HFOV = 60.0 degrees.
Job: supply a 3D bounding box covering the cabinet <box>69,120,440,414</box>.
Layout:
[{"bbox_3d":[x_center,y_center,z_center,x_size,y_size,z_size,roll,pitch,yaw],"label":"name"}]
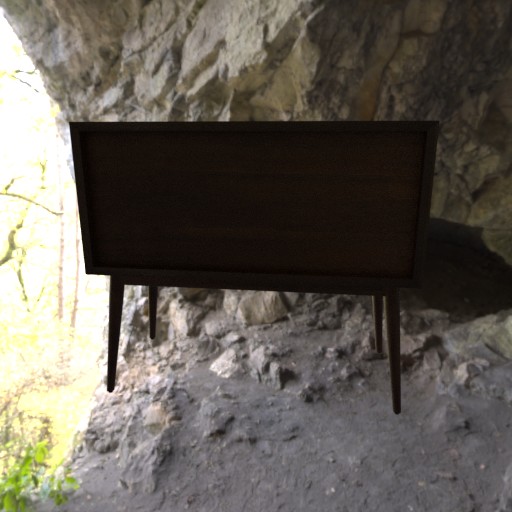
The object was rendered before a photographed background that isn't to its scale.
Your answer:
[{"bbox_3d":[0.000,0.000,1.138,0.743,0.654,0.354,2,16,7],"label":"cabinet"}]
